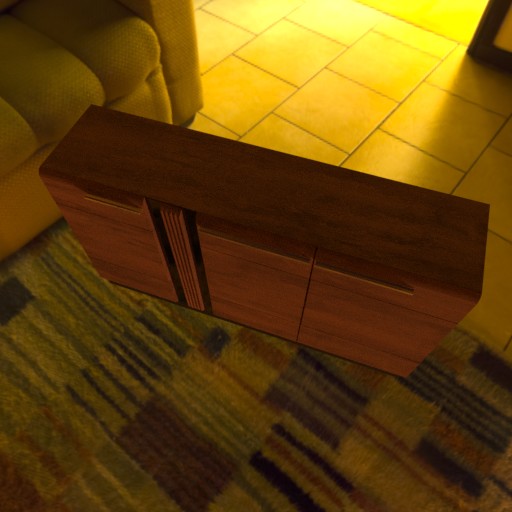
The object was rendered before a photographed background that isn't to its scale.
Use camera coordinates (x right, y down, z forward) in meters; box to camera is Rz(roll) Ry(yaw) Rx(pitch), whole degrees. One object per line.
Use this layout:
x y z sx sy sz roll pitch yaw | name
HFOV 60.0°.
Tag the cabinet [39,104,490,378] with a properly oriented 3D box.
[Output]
0.000 0.000 1.978 1.600 0.900 0.420 17 59 10 | cabinet
